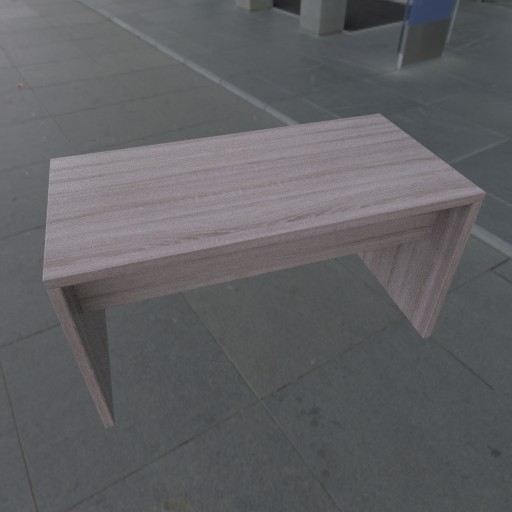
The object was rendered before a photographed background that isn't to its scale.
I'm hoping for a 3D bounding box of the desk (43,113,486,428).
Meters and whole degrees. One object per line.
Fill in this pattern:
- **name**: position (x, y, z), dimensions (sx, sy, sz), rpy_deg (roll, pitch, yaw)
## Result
- **desk**: position (0.000, 0.000, 1.796), dimensions (1.380, 0.745, 0.690), rpy_deg (-12, 42, -14)
